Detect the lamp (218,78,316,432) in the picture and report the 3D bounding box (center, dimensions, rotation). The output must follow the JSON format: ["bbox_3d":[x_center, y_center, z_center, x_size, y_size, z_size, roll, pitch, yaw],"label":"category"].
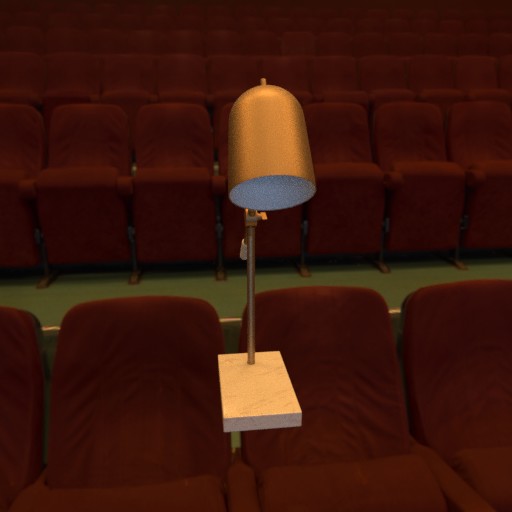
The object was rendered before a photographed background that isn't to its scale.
[{"bbox_3d":[0.000,0.000,0.832,0.144,0.603,0.471,-2,16,-7],"label":"lamp"}]
